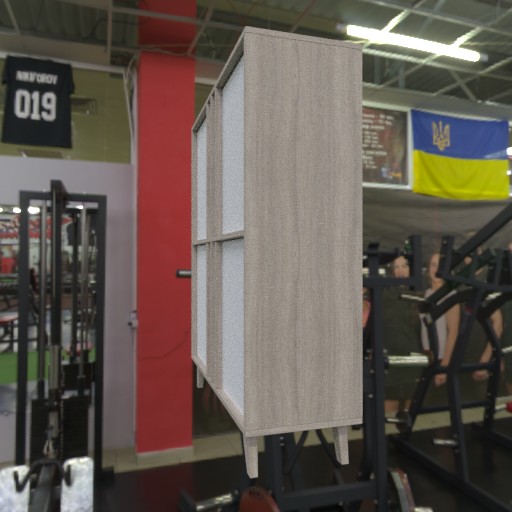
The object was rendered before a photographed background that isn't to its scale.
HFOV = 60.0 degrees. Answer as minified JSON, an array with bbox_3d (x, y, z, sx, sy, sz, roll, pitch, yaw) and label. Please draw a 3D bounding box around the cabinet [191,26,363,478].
[{"bbox_3d":[0.000,0.000,1.927,0.398,1.388,1.111,0,0,-17],"label":"cabinet"}]
